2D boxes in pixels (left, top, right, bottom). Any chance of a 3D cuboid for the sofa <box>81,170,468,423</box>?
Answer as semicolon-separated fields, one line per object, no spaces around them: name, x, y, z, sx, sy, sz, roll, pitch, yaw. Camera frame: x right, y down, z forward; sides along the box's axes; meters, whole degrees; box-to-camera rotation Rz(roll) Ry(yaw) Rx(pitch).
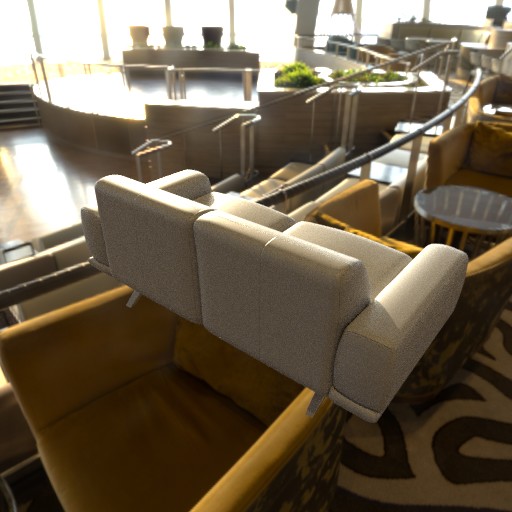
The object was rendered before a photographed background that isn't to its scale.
sofa;0.000;0.000;2.363;1.901;0.772;0.900;22;37;33
